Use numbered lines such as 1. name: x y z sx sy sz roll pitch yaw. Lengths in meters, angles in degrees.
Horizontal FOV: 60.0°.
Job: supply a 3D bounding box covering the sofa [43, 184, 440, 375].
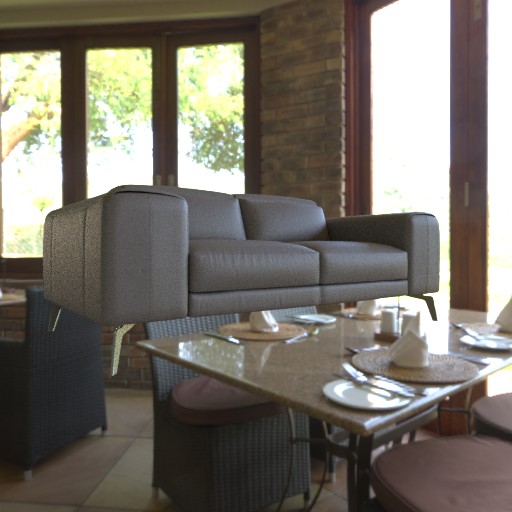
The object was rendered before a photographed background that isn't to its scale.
1. sofa: 0.000 0.000 2.388 1.930 0.753 1.024 -1 1 -36
